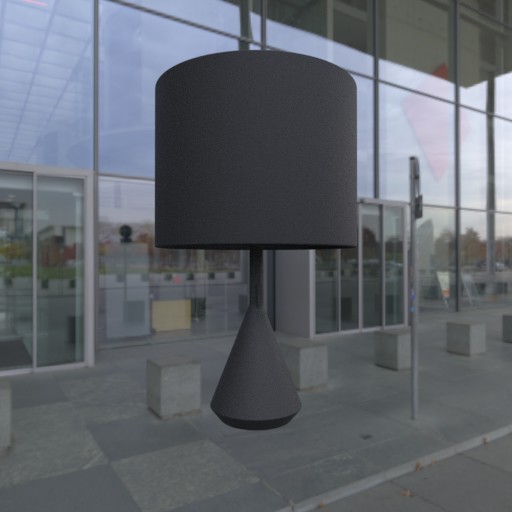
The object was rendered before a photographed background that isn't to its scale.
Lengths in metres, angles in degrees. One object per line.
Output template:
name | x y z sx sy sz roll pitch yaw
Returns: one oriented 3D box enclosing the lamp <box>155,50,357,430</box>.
lamp | 0.000 0.000 0.805 0.359 0.584 0.359 0 0 -17
